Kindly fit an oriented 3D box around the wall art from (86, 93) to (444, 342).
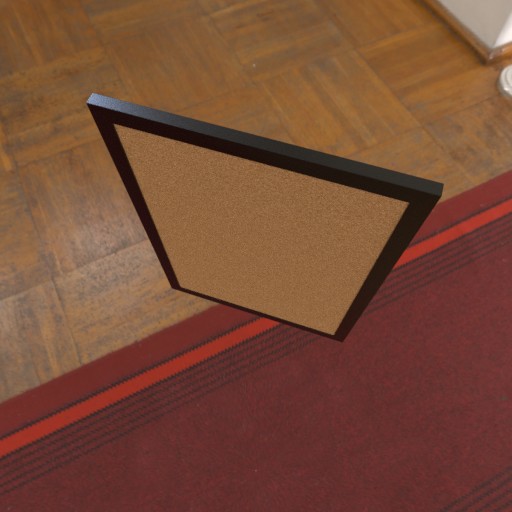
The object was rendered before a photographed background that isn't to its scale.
[{"bbox_3d":[0.000,0.000,0.557,0.304,0.432,0.013,17,65,8],"label":"wall art"}]
